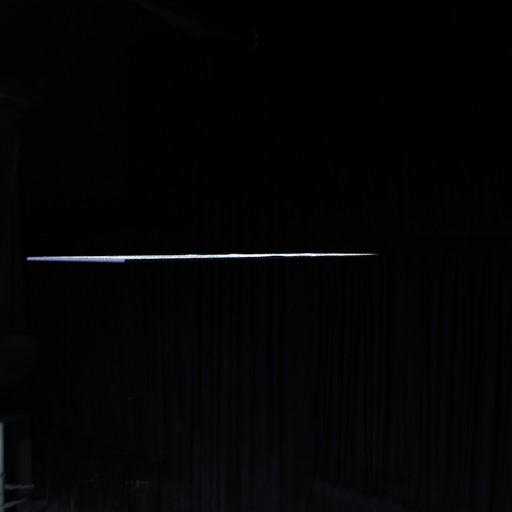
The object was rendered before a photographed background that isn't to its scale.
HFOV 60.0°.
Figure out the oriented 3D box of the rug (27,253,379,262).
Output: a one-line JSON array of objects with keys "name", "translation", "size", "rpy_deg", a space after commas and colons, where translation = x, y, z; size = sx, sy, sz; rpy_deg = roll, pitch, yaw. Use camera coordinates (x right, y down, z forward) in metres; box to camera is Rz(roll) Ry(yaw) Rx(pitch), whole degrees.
[{"name": "rug", "translation": [0.000, 0.000, 2.506], "size": [0.602, 0.016, 2.283], "rpy_deg": [0, 1, 36]}]
